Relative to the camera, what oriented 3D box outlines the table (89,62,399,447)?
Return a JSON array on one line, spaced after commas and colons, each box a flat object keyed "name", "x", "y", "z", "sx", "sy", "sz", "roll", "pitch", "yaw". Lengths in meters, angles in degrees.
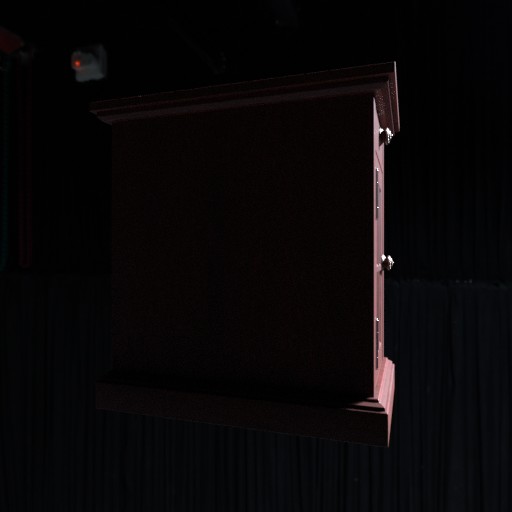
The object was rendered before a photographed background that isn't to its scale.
[{"name": "table", "x": 0.000, "y": 0.000, "z": 0.960, "sx": 0.584, "sy": 0.612, "sz": 0.356, "roll": 0, "pitch": 0, "yaw": 19}]
